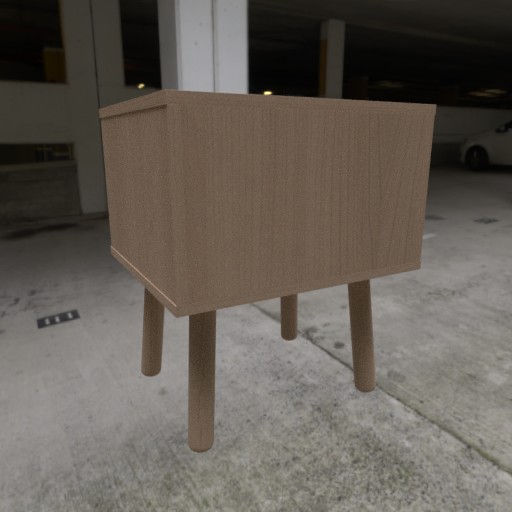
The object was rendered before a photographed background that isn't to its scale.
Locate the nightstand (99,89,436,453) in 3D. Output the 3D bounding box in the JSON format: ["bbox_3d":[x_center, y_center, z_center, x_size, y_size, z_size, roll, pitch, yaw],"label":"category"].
[{"bbox_3d":[0.000,0.000,0.831,0.450,0.530,0.380,-8,17,-29],"label":"nightstand"}]
